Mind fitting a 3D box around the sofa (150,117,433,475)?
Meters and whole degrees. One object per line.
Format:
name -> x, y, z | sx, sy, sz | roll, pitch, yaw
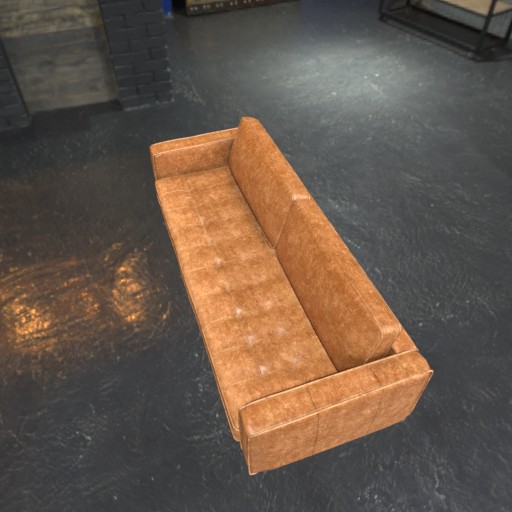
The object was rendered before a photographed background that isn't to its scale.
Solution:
sofa -> 0.000, 0.000, 2.640 | 0.886, 0.779, 2.199 | -14, 48, -13
